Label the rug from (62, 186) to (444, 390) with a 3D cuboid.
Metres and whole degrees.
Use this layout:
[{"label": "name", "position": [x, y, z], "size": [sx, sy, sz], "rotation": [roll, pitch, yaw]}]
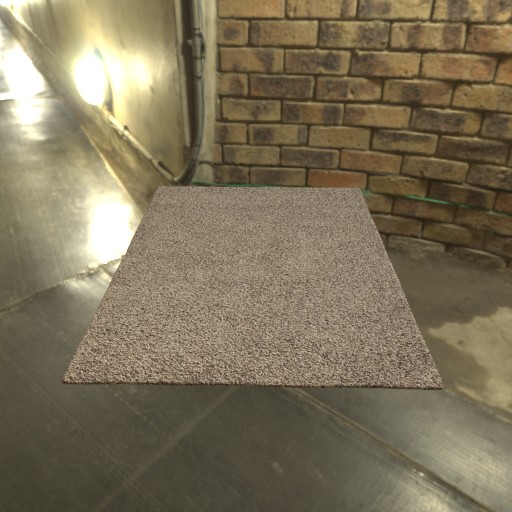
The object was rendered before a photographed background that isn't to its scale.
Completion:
[{"label": "rug", "position": [0.000, 0.000, 4.082], "size": [2.438, 0.029, 3.047], "rotation": [1, 33, 1]}]
